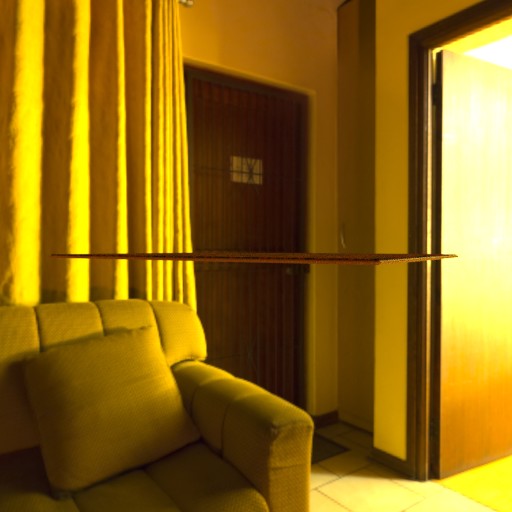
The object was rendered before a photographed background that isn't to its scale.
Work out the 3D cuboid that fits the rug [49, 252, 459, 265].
[{"bbox_3d":[0.000,0.000,2.933,2.204,0.024,1.588,1,1,34],"label":"rug"}]
